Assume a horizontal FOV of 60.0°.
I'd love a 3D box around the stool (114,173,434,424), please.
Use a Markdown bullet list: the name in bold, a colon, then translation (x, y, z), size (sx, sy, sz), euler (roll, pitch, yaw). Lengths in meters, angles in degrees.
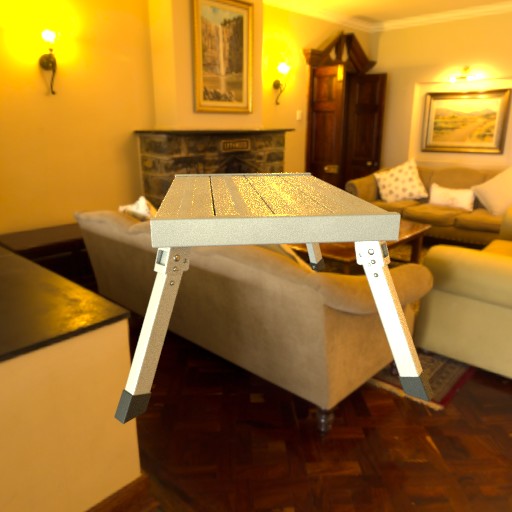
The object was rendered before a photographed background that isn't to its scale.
- **stool**: translation (0.000, 0.000, 0.739), size (0.385, 0.225, 0.535), euler (-2, 17, -6)
